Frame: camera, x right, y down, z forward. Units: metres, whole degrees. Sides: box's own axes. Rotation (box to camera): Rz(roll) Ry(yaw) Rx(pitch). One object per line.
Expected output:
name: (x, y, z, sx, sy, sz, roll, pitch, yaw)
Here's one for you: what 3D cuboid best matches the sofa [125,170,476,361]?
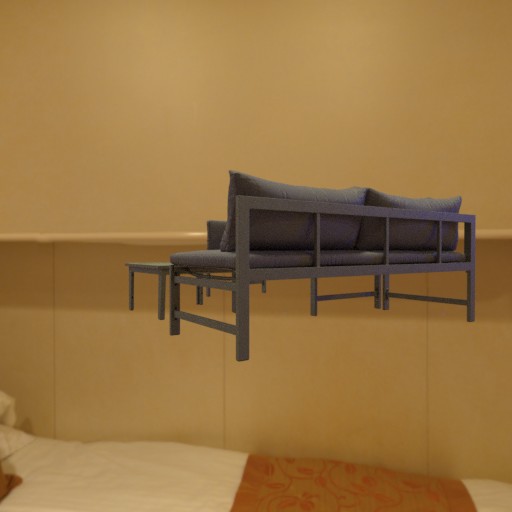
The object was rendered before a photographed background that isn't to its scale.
sofa: (0.000, 0.000, 3.024, 1.658, 0.762, 2.149, -1, 1, -35)
